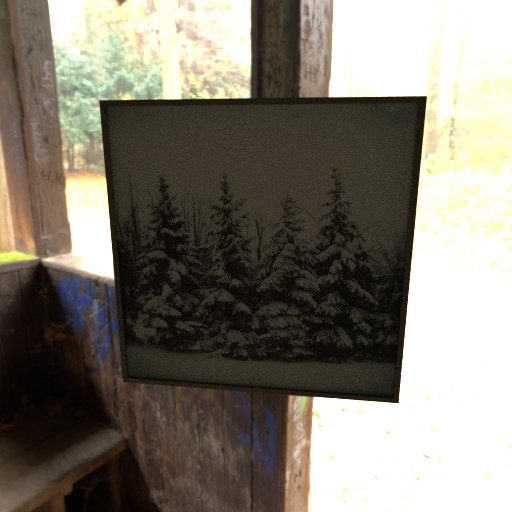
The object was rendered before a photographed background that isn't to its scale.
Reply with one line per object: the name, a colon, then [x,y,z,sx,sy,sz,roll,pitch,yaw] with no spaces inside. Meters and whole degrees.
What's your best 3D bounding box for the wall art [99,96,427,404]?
wall art: [0.000,0.000,1.130,0.758,0.758,0.039,2,15,8]
